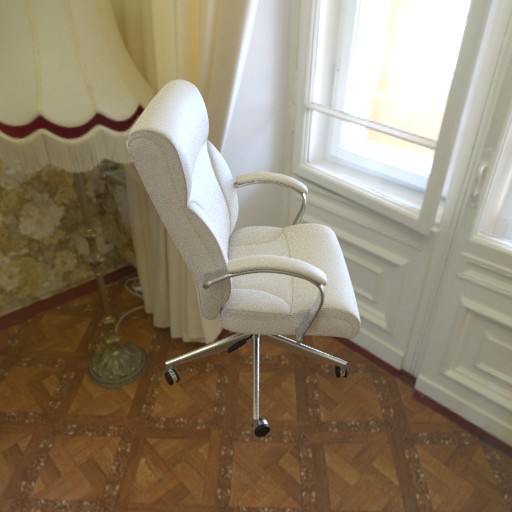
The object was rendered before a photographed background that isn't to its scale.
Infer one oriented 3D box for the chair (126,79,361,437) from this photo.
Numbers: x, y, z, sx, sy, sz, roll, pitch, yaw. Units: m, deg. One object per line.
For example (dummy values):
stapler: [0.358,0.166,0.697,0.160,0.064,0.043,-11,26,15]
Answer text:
chair: [0.000,0.000,1.594,0.745,1.099,0.727,0,33,0]
